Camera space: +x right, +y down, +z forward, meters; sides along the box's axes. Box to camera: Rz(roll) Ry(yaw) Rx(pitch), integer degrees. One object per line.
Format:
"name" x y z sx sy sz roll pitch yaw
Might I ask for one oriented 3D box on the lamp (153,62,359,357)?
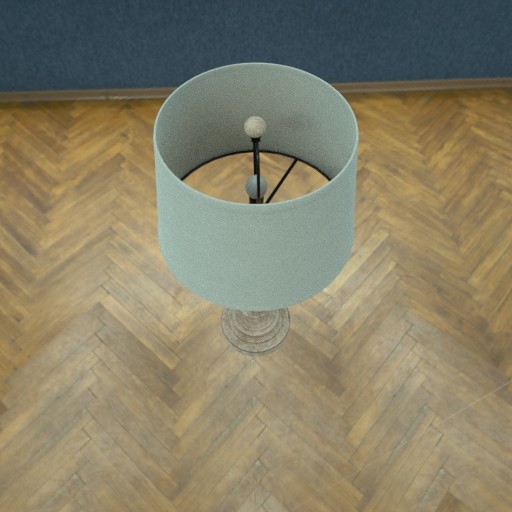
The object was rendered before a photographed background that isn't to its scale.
"lamp" 0.000 0.000 0.867 0.340 0.678 0.340 0 58 0
